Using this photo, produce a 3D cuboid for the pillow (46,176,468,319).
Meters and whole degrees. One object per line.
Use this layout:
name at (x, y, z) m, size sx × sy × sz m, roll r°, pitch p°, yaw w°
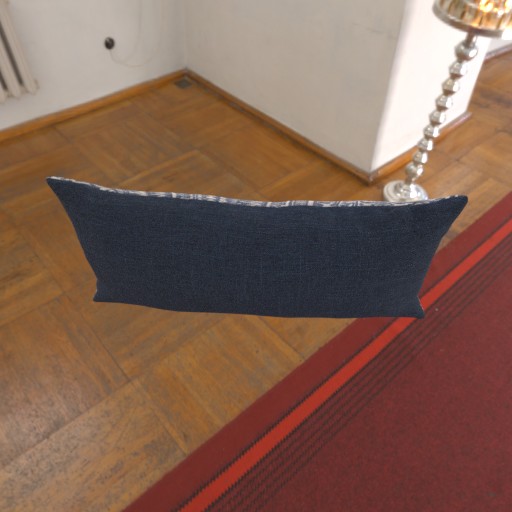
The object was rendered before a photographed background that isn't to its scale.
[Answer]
pillow at (0.000, 0.000, 0.739) m, size 0.631 × 0.292 × 0.148 m, roll 3°, pitch 47°, yaw 3°
